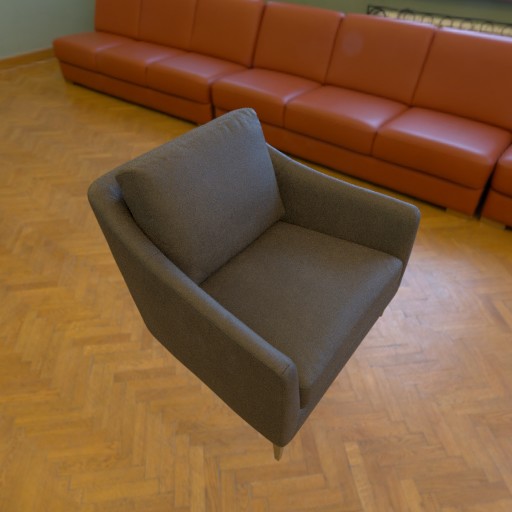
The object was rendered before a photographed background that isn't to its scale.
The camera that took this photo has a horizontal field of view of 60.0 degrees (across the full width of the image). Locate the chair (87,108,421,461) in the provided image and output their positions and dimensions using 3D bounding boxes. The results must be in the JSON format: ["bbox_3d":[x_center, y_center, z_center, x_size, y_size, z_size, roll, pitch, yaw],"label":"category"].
[{"bbox_3d":[0.000,0.000,1.761,0.961,0.901,0.988,25,46,27],"label":"chair"}]
